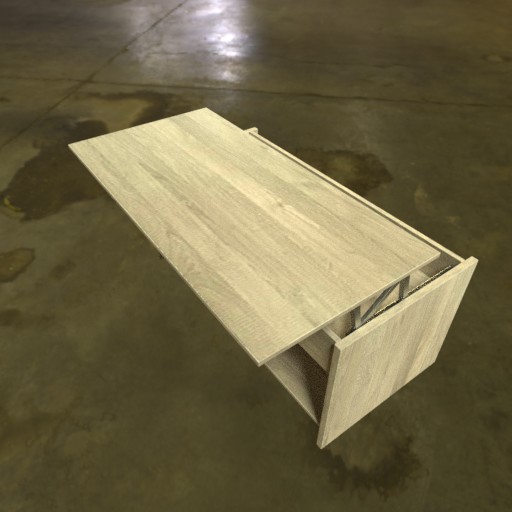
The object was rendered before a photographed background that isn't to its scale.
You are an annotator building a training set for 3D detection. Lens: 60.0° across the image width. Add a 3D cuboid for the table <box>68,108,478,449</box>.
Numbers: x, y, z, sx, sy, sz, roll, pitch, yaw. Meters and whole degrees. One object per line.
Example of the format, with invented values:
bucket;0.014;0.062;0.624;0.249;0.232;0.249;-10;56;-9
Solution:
table;0.000;0.000;1.405;0.712;0.570;1.000;-25;46;-26
